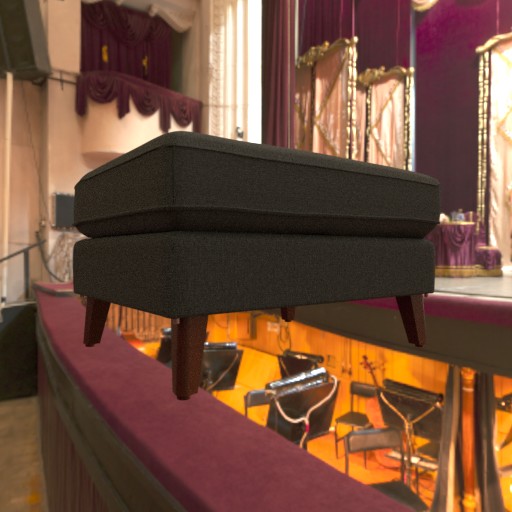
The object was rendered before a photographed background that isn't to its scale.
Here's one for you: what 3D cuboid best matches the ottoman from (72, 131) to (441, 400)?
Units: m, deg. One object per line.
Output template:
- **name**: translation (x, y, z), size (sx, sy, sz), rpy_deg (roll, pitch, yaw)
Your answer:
- **ottoman**: translation (0.000, 0.000, 1.220), size (0.835, 0.503, 0.629), rpy_deg (0, 1, -37)
